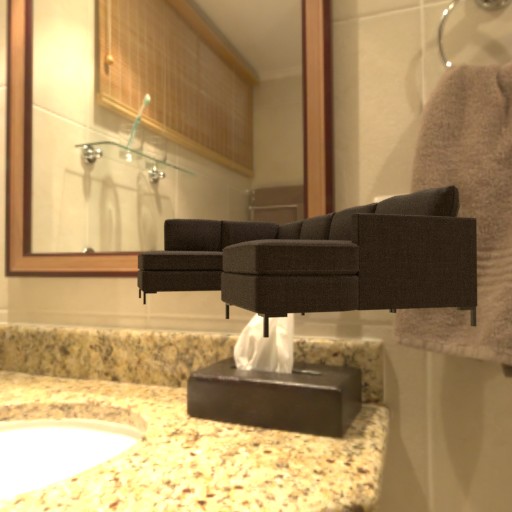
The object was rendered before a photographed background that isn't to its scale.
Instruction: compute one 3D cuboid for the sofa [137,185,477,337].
[{"bbox_3d":[0.000,0.000,4.252,2.048,0.999,3.423,0,-1,-18],"label":"sofa"}]
